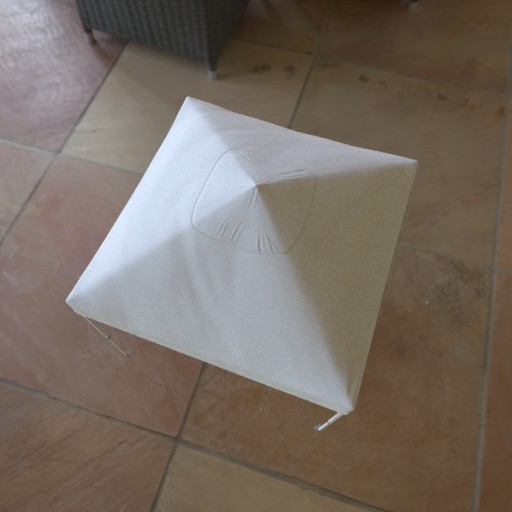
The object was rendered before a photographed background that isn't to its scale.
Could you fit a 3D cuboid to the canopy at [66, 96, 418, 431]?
[{"bbox_3d":[0.000,0.000,5.483,2.996,2.997,2.998,18,65,9],"label":"canopy"}]
